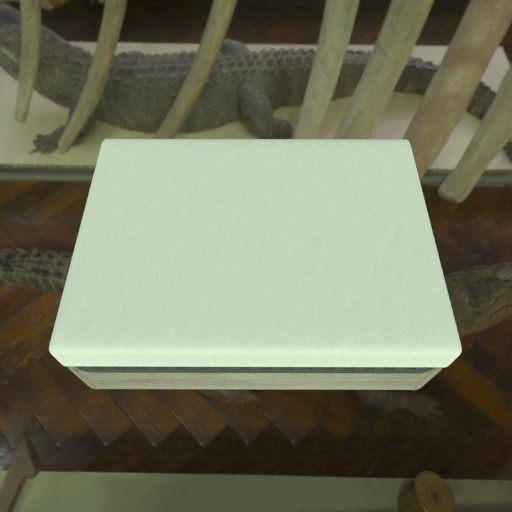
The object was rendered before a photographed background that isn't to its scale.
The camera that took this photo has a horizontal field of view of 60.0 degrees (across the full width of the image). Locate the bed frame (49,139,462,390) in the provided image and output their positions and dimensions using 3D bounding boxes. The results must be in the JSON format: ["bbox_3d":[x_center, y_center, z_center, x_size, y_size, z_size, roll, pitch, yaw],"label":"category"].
[{"bbox_3d":[0.000,0.000,2.584,1.900,0.561,1.400,0,58,0],"label":"bed frame"}]
